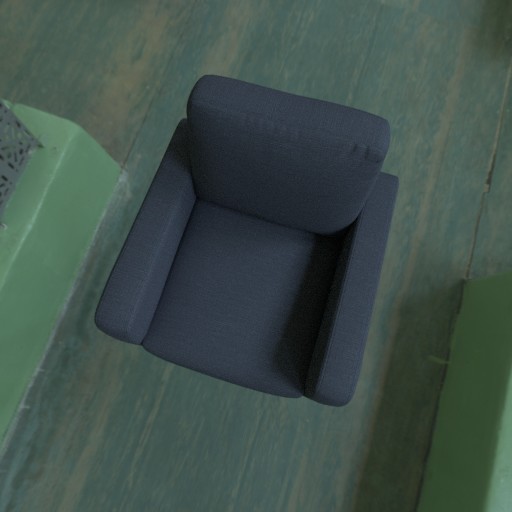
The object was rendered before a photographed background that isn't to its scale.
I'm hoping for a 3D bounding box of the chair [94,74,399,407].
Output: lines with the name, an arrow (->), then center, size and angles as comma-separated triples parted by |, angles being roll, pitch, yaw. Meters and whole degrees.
chair -> 0.000, 0.000, 1.501 | 0.798, 0.855, 0.863 | 16, 76, 4
